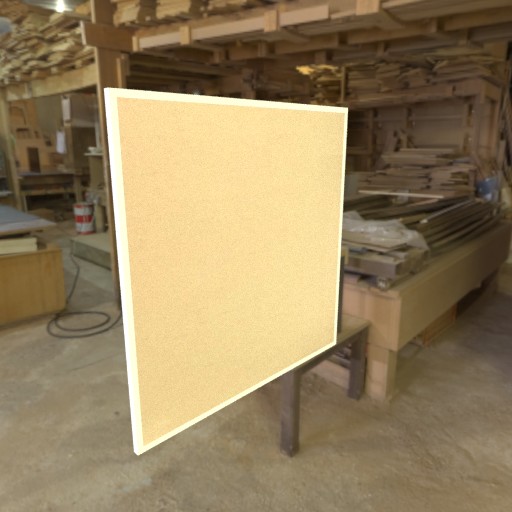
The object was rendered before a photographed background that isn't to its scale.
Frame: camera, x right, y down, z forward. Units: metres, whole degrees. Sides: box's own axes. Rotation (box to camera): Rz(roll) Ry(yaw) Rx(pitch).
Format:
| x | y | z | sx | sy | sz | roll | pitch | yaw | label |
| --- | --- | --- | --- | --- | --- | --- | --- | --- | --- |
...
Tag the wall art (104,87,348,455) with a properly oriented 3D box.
| x | y | z | sx | sy | sz | roll | pitch | yaw | label |
| --- | --- | --- | --- | --- | --- | --- | --- | --- | --- |
| 0.000 | 0.000 | 0.840 | 0.012 | 0.557 | 0.557 | 14 | 20 | 42 | wall art |
